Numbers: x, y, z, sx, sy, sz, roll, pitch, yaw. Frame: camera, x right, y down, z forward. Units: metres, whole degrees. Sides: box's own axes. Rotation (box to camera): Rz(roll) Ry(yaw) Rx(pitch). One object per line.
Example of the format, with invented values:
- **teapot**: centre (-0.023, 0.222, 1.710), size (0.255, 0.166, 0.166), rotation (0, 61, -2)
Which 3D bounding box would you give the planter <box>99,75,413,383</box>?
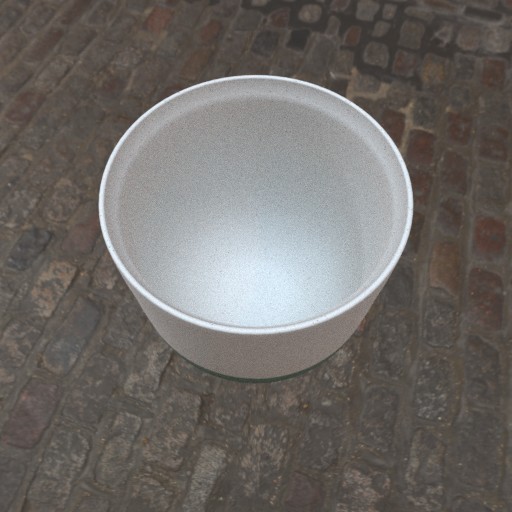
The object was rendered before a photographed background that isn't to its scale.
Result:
- **planter**: centre (0.000, 0.000, 0.497), size (0.268, 0.270, 0.268), rotation (0, 63, 0)
